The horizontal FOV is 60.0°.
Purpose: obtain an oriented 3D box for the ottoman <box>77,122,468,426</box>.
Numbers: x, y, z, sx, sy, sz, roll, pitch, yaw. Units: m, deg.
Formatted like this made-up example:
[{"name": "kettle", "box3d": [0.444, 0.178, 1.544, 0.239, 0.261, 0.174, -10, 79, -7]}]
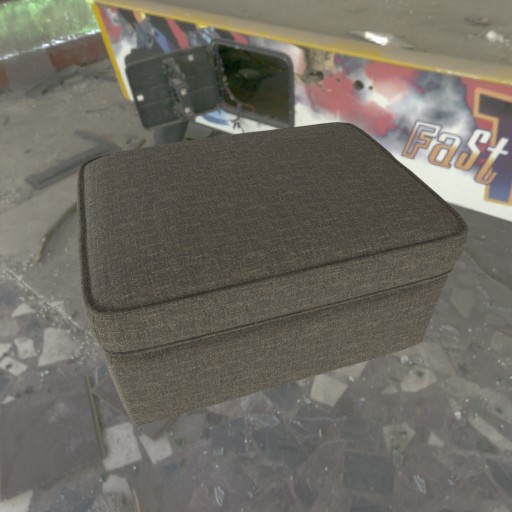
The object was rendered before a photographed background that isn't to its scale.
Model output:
[{"name": "ottoman", "box3d": [0.000, 0.000, 1.080, 0.749, 0.450, 0.549, -12, 43, -13]}]
